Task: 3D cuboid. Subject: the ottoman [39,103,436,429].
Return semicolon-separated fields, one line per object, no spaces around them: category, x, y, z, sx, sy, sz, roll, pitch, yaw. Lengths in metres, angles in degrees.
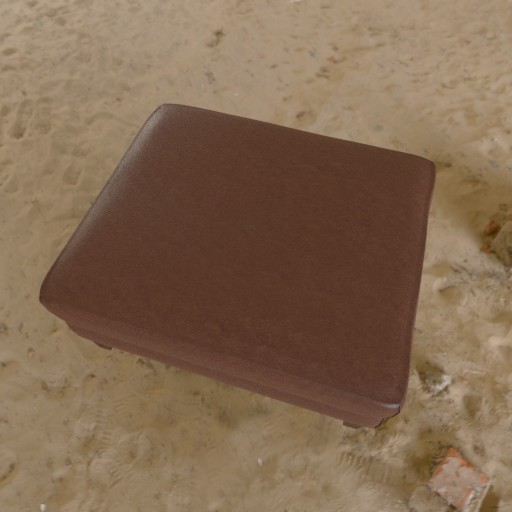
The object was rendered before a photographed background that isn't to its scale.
ottoman;0.000;0.000;1.446;0.987;0.472;0.836;15;59;9
